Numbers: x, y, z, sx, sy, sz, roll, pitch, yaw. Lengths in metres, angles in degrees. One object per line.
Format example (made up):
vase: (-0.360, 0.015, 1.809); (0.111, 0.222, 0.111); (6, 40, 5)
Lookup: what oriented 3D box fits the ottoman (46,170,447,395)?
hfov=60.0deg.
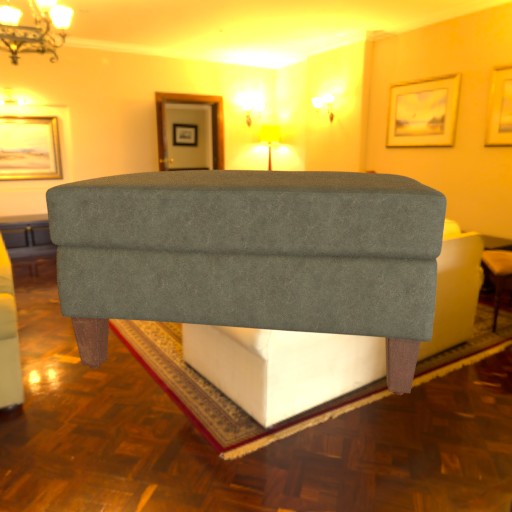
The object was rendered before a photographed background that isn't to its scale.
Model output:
ottoman: (0.000, 0.000, 1.232); (0.839, 0.464, 0.639); (2, 13, 9)
